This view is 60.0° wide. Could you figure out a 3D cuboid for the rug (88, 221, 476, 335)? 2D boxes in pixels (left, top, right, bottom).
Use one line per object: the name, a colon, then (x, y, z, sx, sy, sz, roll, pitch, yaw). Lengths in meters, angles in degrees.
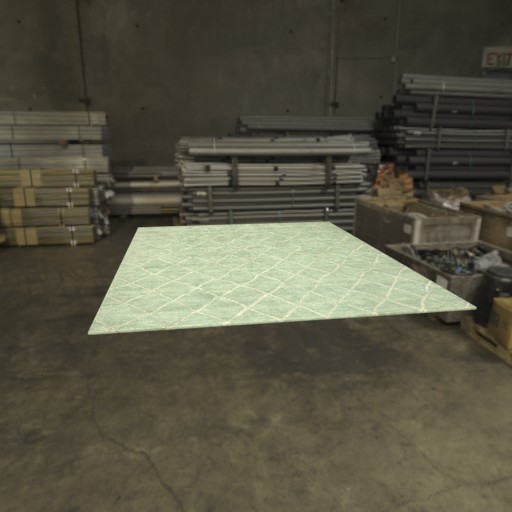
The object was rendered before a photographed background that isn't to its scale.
rug: (0.000, 0.000, 4.144, 2.420, 0.019, 3.039, -2, 15, -9)
